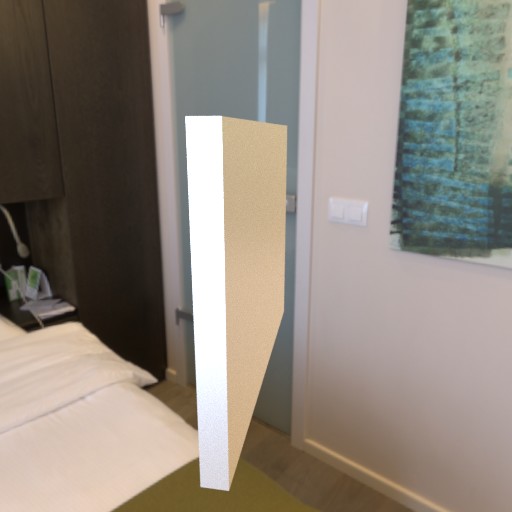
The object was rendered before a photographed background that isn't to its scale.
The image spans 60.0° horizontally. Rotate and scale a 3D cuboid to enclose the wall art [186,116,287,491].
[{"bbox_3d":[0.000,0.000,1.393,0.066,0.801,1.056,3,16,10],"label":"wall art"}]
